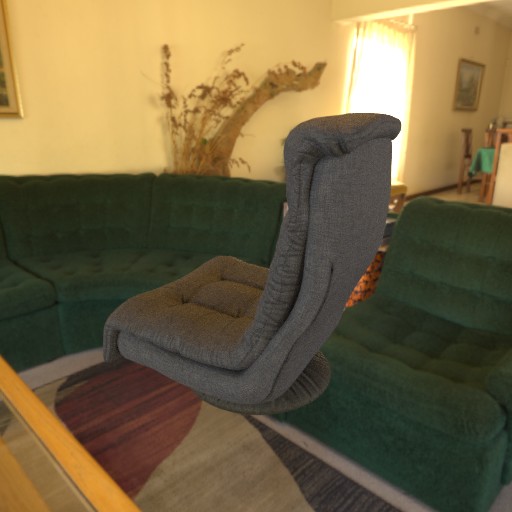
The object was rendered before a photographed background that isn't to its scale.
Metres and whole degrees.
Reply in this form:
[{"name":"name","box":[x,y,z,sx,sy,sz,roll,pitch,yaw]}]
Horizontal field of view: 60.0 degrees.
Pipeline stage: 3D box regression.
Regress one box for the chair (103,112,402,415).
[{"name":"chair","box":[0.000,0.000,1.219,0.668,0.749,0.597,9,19,26]}]
